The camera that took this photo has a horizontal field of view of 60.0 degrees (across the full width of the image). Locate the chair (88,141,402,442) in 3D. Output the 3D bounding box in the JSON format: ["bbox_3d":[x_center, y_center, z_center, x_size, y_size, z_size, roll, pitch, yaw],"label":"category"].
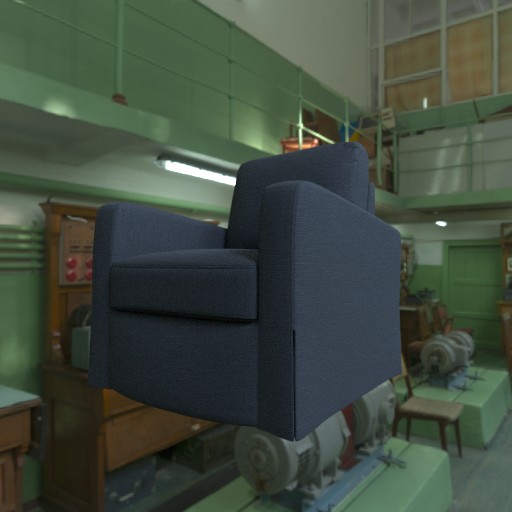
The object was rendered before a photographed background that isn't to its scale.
[{"bbox_3d":[0.000,0.000,1.546,0.798,0.855,0.863,-1,-1,35],"label":"chair"}]
